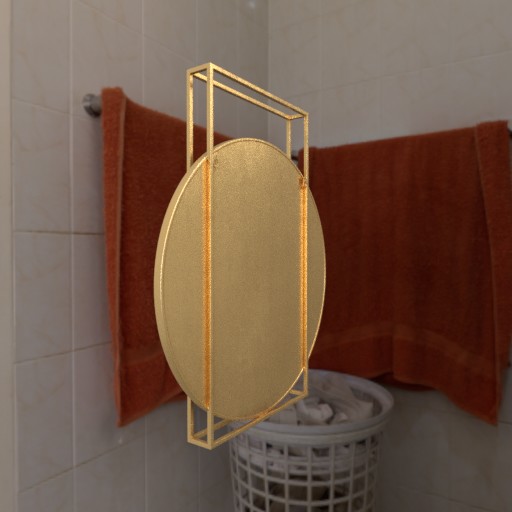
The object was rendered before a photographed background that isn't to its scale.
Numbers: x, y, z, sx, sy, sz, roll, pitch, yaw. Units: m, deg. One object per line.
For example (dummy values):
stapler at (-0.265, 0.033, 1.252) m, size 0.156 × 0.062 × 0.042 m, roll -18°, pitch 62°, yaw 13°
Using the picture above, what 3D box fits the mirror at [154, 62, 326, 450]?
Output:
mirror at (0.000, 0.000, 0.832) m, size 0.051 × 0.603 × 0.508 m, roll 1°, pitch 1°, yaw 35°
